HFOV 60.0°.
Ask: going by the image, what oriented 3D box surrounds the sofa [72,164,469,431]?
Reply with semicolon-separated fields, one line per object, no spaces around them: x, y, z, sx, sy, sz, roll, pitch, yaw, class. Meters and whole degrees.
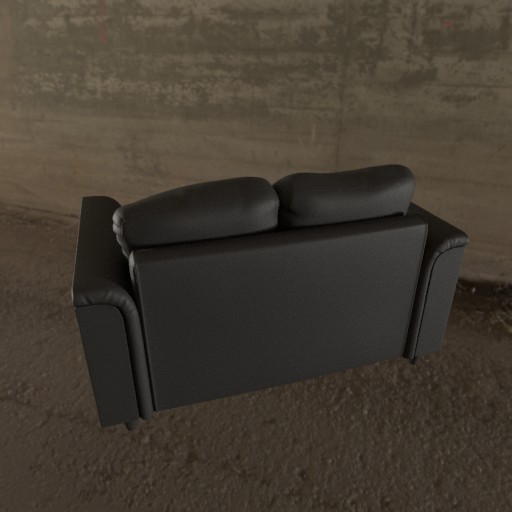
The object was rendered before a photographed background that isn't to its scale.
0.000;0.000;1.911;1.386;0.845;0.887;-8;29;-15;sofa
